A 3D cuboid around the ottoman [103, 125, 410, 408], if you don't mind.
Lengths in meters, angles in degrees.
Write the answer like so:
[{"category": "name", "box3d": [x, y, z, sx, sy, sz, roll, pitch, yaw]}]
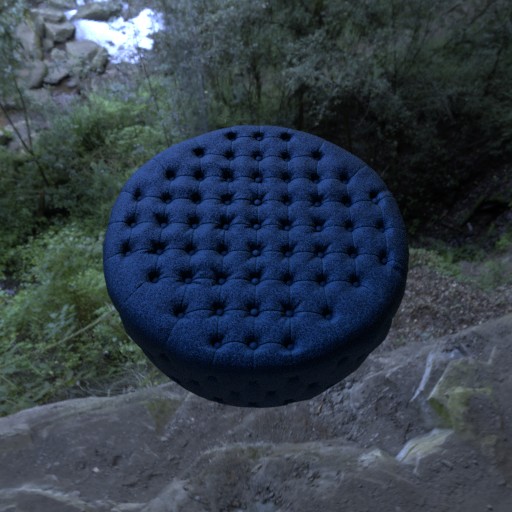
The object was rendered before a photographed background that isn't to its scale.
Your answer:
[{"category": "ottoman", "box3d": [0.000, 0.000, 1.558, 0.998, 0.398, 0.998, 0, 58, 0]}]
